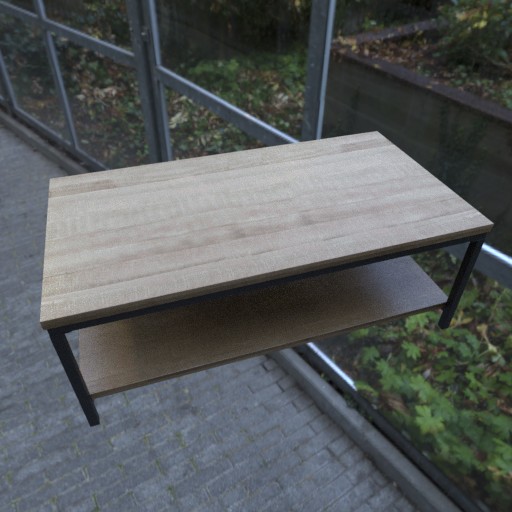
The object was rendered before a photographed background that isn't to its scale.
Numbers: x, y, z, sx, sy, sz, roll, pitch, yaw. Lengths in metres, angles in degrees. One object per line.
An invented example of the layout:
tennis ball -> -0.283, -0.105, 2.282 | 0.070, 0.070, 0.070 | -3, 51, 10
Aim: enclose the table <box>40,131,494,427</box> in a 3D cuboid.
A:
table -> 0.000, 0.000, 1.315 | 1.062, 0.393, 0.574 | -12, 41, -14
